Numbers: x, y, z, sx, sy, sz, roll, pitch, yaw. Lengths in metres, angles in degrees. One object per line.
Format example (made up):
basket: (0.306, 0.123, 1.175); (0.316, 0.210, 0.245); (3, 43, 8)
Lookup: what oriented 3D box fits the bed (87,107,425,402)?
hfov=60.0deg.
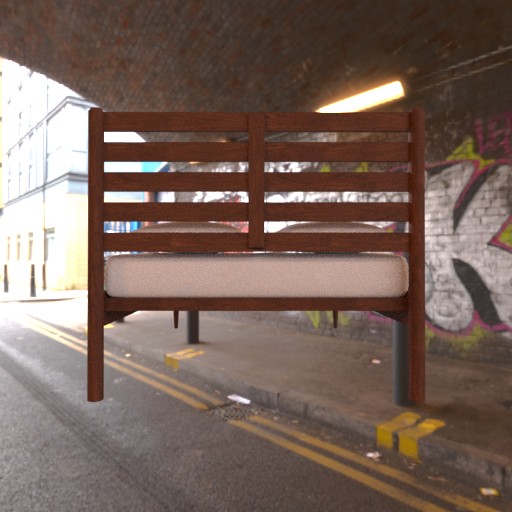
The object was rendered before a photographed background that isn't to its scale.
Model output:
bed: (0.000, 0.000, 3.000); (1.509, 1.304, 2.093); (0, 0, 0)
